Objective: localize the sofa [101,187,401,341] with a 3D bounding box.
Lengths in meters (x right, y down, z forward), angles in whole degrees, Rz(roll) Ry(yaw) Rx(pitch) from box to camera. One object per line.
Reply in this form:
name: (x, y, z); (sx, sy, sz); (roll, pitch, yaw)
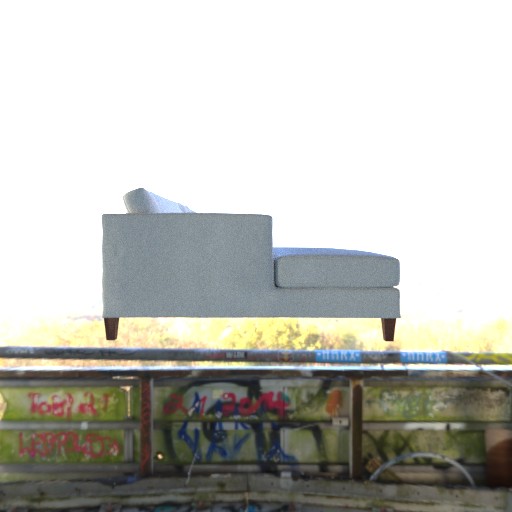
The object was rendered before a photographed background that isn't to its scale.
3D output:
sofa: (0.000, 0.000, 3.938); (1.625, 0.861, 3.186); (0, 1, 1)
